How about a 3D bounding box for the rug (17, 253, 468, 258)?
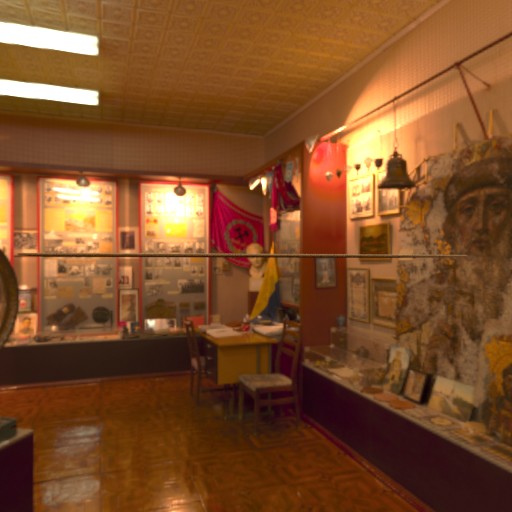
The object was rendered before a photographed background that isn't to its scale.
[{"bbox_3d":[0.000,0.000,2.671,2.448,0.012,0.769,0,-1,-17],"label":"rug"}]
